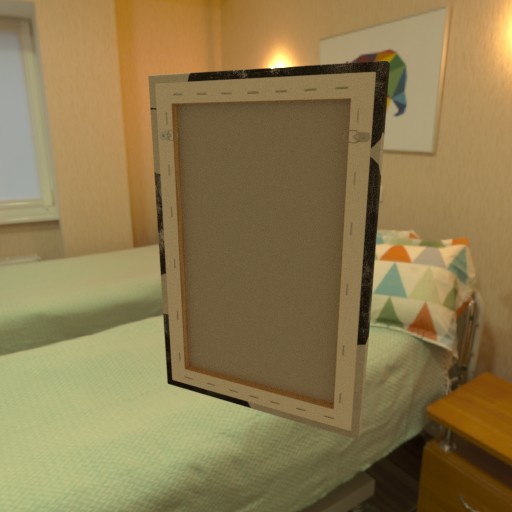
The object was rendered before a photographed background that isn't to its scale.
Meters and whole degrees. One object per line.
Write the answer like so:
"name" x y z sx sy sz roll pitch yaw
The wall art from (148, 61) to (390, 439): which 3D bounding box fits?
"wall art" 0.000 0.000 1.173 0.610 0.915 0.041 8 18 25
